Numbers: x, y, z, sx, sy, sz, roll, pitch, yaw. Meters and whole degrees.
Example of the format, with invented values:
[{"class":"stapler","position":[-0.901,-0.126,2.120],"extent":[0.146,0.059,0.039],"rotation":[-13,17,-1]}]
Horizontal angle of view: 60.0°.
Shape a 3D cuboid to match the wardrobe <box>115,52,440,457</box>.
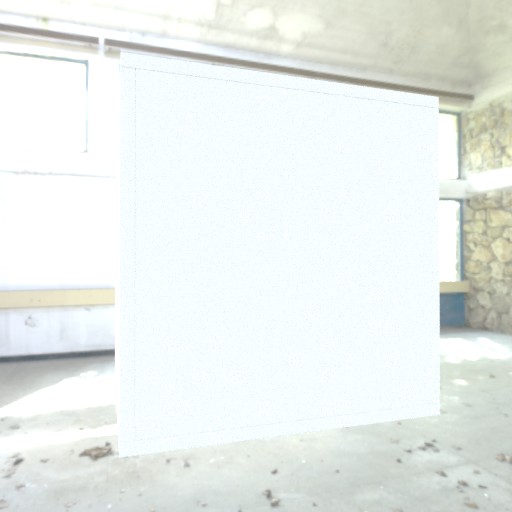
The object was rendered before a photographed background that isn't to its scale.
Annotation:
[{"class":"wardrobe","position":[0.000,0.000,0.836],"extent":[0.500,0.520,0.400],"rotation":[0,-1,-18]}]
